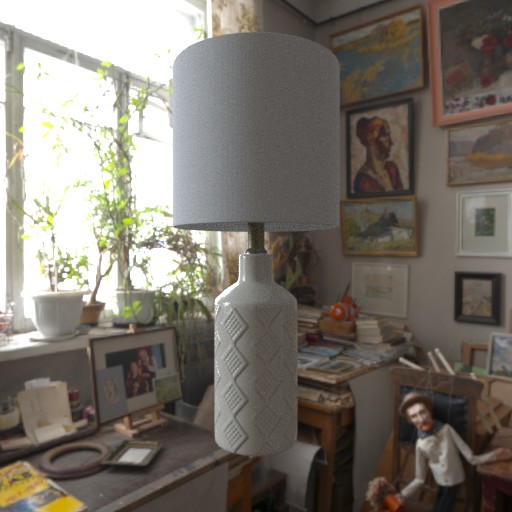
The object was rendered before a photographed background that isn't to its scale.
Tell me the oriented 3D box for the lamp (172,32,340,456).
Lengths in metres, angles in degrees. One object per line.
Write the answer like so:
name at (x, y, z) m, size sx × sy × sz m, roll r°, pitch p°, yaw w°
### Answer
lamp at (0.000, 0.000, 0.558) m, size 0.207 × 0.461 × 0.207 m, roll 0°, pitch 0°, yaw 1°
